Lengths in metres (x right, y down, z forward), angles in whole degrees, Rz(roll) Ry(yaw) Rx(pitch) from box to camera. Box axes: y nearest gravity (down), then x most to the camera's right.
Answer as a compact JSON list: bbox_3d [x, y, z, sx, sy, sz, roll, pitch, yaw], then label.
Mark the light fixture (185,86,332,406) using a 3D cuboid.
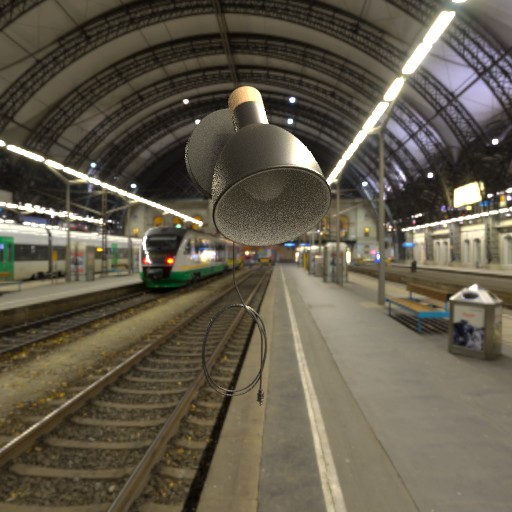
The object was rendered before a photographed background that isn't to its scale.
[{"bbox_3d":[0.000,0.000,0.499,0.127,0.401,0.203,0,0,-18],"label":"light fixture"}]
